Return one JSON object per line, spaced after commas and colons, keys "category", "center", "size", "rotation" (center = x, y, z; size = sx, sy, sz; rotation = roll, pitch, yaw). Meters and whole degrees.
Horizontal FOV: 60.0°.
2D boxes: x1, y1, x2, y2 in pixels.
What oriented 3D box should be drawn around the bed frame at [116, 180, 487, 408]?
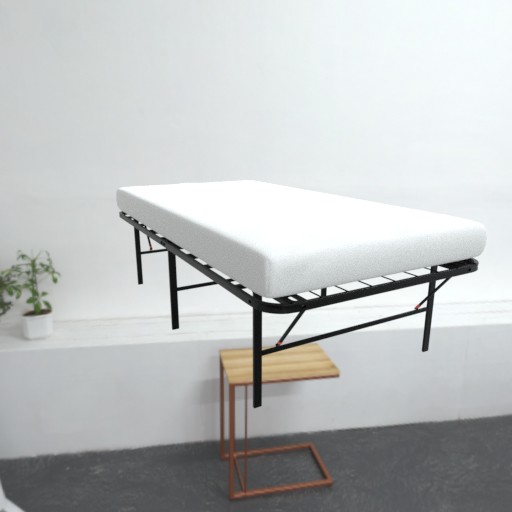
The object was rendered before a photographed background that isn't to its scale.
{"category": "bed frame", "center": [0.000, 0.000, 2.298], "size": [0.989, 0.619, 1.903], "rotation": [-8, 17, -28]}
